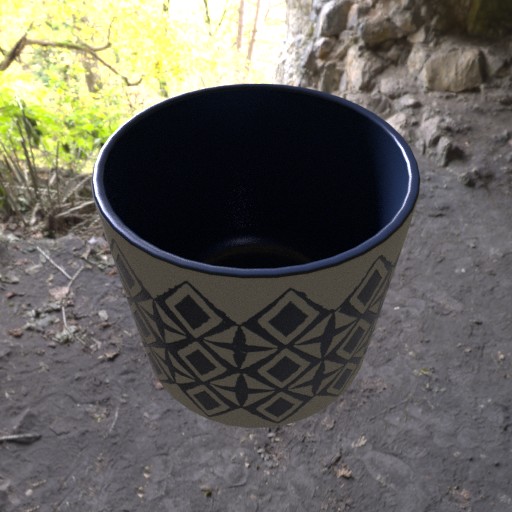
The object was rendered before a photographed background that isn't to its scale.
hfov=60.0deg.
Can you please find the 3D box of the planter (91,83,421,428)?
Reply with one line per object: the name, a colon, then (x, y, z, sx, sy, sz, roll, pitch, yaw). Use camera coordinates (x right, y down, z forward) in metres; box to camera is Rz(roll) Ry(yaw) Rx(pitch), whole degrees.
planter: (0.000, 0.000, 0.309, 0.182, 0.165, 0.182, 0, 47, 0)
